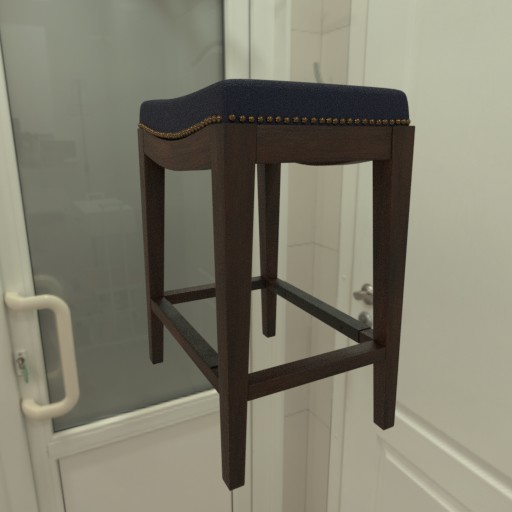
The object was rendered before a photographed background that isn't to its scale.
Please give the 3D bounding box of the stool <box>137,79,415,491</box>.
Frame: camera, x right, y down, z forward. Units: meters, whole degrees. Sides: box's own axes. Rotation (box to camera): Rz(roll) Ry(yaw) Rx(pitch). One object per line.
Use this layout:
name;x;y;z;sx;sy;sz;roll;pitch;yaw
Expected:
stool;0.000;0.000;0.934;0.361;0.642;0.500;-8;17;-27
